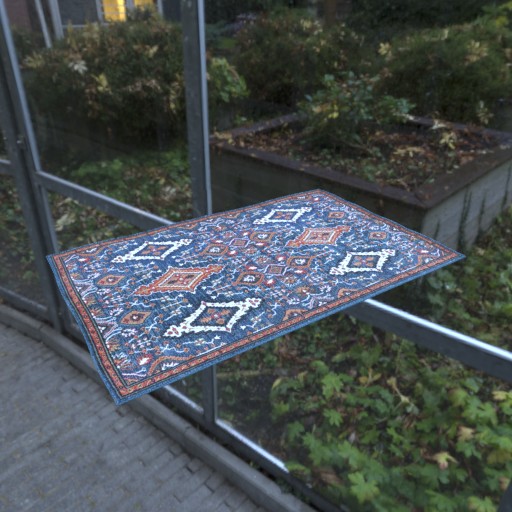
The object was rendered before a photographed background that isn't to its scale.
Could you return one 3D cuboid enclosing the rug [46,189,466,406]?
[{"bbox_3d":[0.000,0.000,2.296,1.847,0.014,1.195,-17,33,-28],"label":"rug"}]
